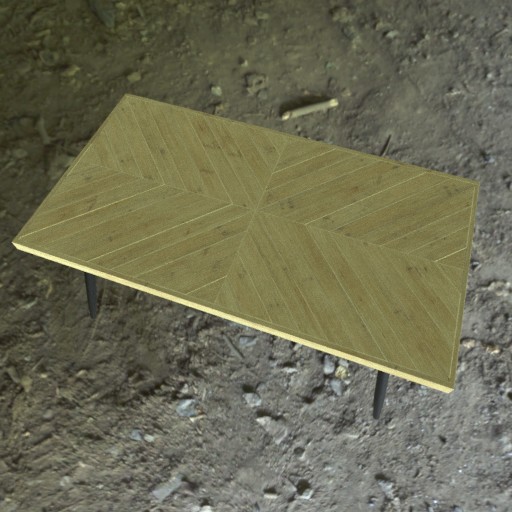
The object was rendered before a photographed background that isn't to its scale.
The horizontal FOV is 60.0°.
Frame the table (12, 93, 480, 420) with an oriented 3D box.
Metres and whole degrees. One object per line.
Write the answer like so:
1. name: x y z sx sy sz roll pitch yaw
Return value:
1. table: 0.000 0.000 2.253 1.803 0.762 0.991 17 60 10
